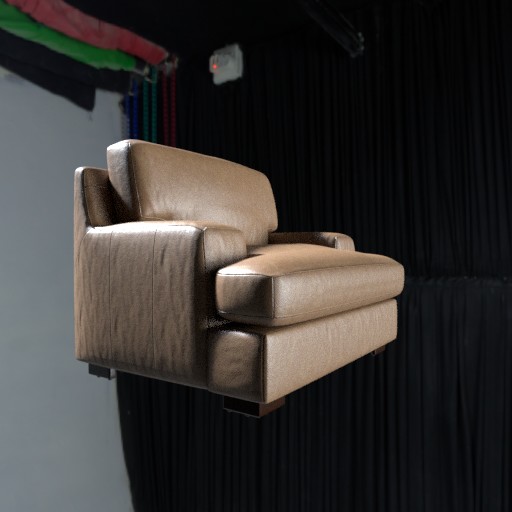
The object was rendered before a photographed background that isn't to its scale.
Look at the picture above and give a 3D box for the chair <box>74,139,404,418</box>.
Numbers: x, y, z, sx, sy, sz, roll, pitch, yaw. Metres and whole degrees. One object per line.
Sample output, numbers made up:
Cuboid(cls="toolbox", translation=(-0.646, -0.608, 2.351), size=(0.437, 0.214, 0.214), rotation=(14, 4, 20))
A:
Cuboid(cls="chair", translation=(0.000, 0.000, 2.030), size=(1.050, 0.978, 1.276), rotation=(0, 1, 35))
